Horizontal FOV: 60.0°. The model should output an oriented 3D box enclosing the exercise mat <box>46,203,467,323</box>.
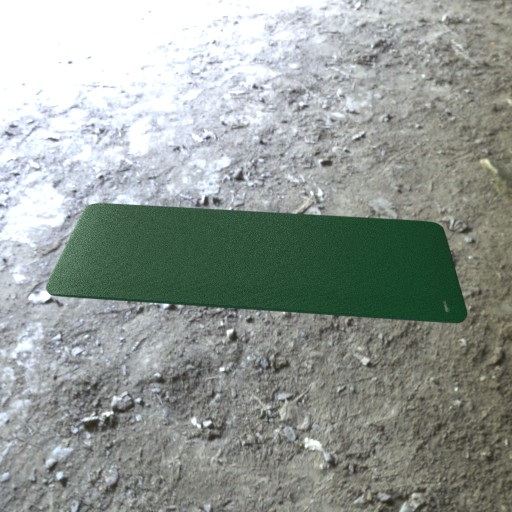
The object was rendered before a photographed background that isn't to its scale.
[{"bbox_3d":[0.000,0.000,2.122,1.869,0.021,0.616,3,48,3],"label":"exercise mat"}]
